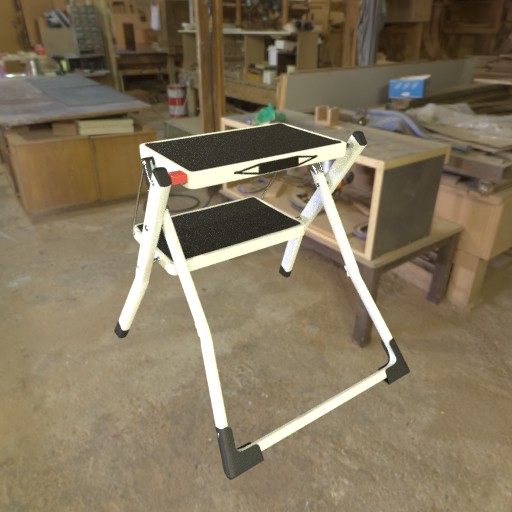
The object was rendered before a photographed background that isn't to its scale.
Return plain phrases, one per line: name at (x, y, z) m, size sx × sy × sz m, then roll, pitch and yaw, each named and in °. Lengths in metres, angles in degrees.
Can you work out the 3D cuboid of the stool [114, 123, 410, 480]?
stool at (0.000, 0.000, 0.862) m, size 0.485 × 0.445 × 0.490 m, roll -18°, pitch 34°, yaw -29°
